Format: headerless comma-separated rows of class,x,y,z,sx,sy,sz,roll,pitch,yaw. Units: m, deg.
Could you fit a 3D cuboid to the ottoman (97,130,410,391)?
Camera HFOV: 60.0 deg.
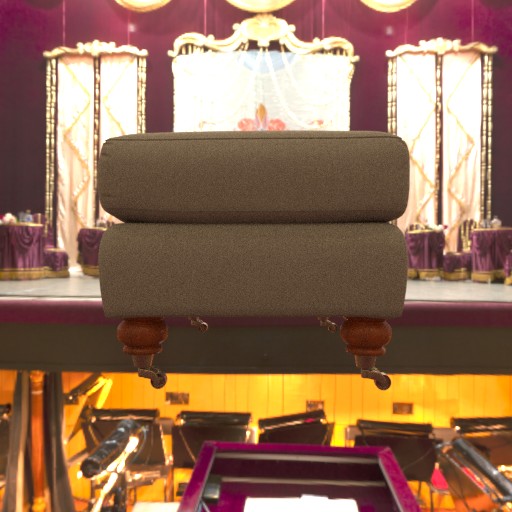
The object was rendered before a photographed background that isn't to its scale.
ottoman,0.000,0.000,1.145,0.569,0.499,0.773,0,0,1
